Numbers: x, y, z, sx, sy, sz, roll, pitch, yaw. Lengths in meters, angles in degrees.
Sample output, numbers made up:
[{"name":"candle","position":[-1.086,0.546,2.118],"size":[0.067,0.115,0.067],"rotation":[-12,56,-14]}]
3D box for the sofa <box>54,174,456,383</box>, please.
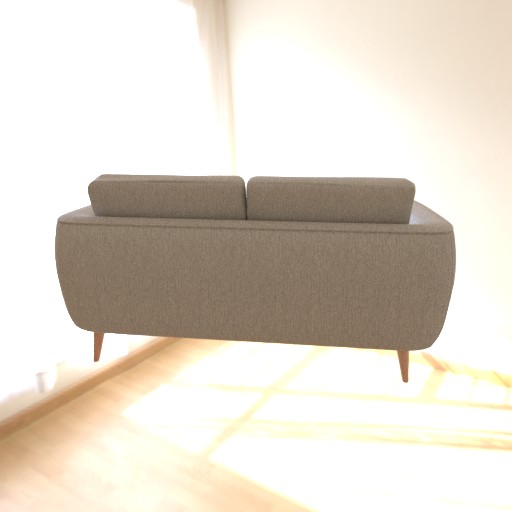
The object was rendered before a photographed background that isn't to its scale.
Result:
[{"name":"sofa","position":[0.000,0.000,2.212],"size":[1.700,0.850,0.920],"rotation":[2,16,7]}]
